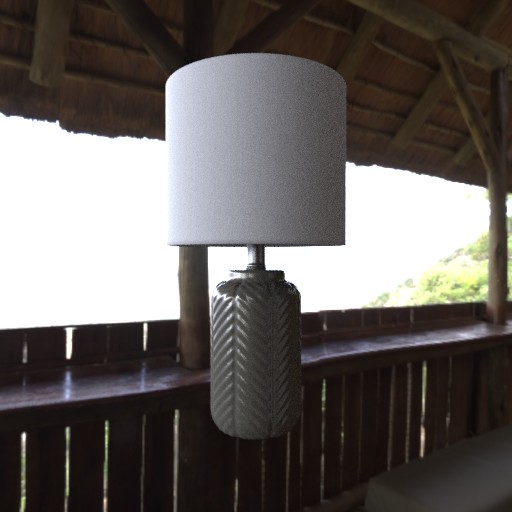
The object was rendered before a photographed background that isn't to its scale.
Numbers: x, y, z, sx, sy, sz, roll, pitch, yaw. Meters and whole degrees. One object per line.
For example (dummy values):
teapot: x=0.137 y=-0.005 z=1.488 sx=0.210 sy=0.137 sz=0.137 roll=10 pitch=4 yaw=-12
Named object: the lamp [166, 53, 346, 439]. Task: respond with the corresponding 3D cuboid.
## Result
lamp: x=0.000 y=0.000 z=0.509 sx=0.203 sy=0.389 sz=0.203 roll=0 pitch=0 yaw=37
